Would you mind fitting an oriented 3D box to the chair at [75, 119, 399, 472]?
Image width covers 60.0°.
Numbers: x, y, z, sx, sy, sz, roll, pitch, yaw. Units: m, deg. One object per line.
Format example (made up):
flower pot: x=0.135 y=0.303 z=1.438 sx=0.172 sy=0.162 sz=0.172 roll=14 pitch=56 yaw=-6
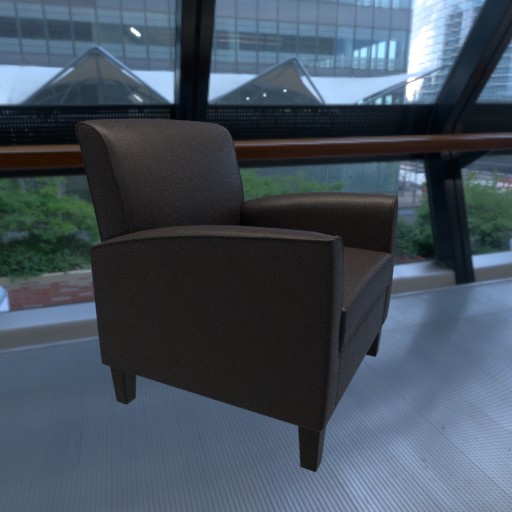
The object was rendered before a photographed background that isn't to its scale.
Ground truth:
chair: x=0.000 y=0.000 z=1.540 sx=0.819 sy=0.916 sz=0.820 roll=8 pitch=18 yaw=26
